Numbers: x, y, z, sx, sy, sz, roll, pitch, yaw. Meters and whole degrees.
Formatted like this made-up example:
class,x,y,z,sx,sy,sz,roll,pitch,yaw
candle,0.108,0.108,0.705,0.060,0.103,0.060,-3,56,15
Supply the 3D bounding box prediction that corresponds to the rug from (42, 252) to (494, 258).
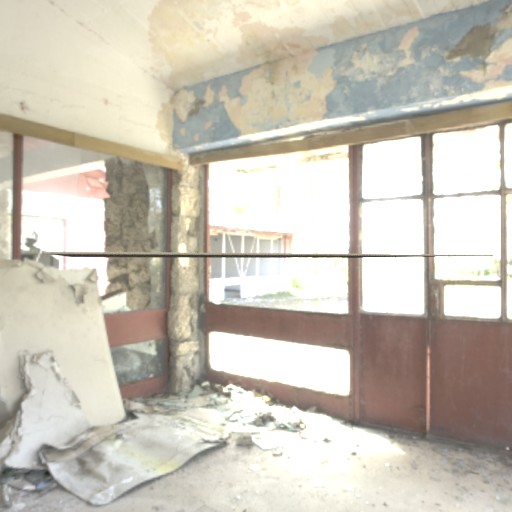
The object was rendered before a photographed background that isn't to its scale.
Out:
class,x,y,z,sx,sy,sz,roll,pitch,yaw
rug,0.000,0.000,2.260,1.828,0.007,1.220,0,-1,-19
